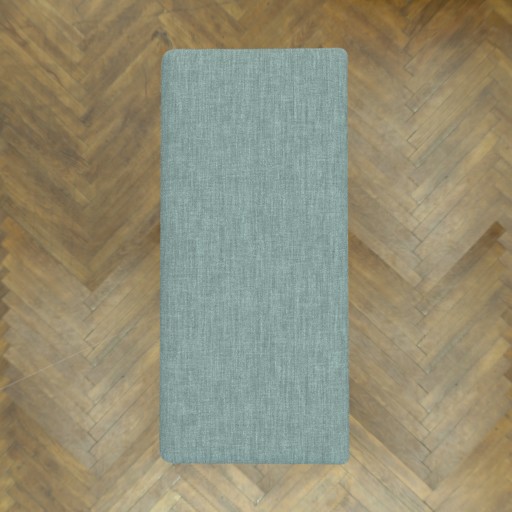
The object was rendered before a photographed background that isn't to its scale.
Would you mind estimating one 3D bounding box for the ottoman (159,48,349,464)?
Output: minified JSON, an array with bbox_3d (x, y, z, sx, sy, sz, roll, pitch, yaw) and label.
[{"bbox_3d":[0.000,0.000,1.124,0.419,0.432,0.902,0,89,1],"label":"ottoman"}]
